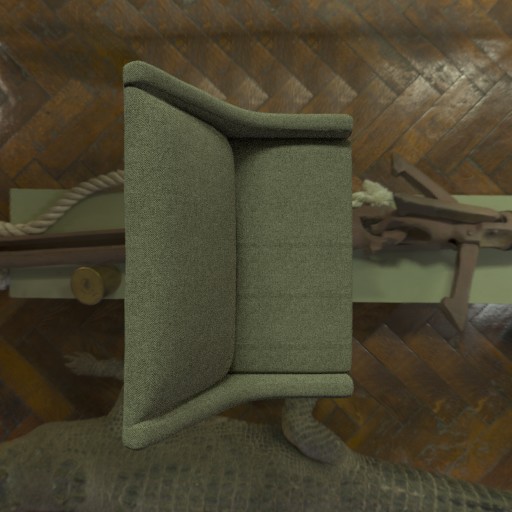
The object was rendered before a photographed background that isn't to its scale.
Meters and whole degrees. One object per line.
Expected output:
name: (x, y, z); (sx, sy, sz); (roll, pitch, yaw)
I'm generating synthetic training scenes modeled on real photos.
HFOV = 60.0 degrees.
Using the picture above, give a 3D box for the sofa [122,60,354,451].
sofa: (0.000, 0.000, 1.879); (0.870, 1.021, 1.242); (0, 90, -1)
